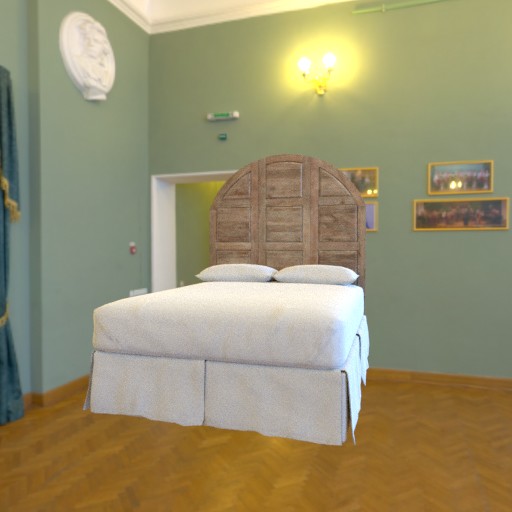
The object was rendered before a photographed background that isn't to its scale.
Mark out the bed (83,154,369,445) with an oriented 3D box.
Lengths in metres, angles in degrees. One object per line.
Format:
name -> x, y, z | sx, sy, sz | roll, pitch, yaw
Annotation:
bed -> 0.000, 0.000, 3.539 | 1.713, 2.002, 2.112 | 0, 2, 17
